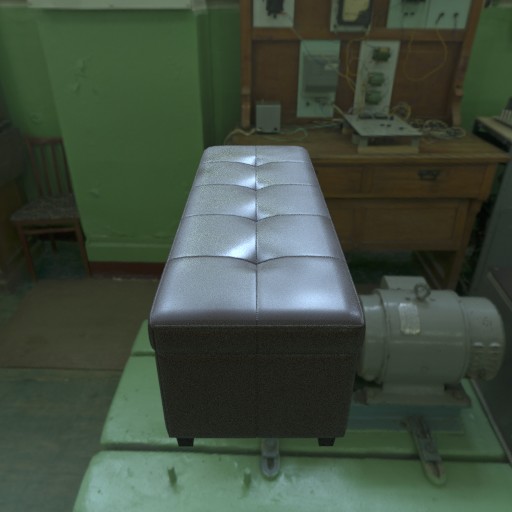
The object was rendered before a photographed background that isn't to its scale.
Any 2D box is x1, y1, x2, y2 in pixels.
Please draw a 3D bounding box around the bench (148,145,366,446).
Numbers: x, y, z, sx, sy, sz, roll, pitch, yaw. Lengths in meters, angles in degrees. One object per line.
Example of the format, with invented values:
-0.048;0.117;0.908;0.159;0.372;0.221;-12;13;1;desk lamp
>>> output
0.000;0.000;1.480;0.450;0.417;1.219;0;30;0;bench
